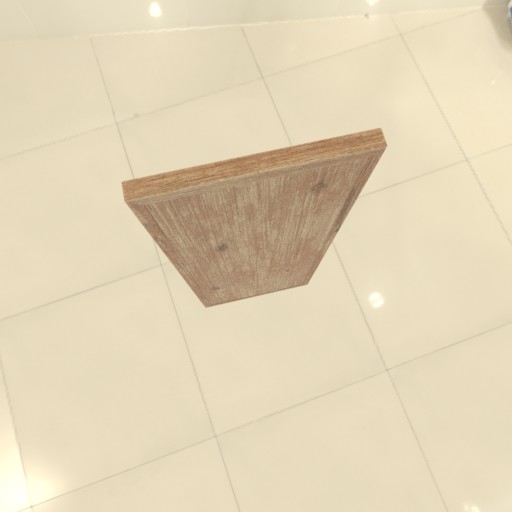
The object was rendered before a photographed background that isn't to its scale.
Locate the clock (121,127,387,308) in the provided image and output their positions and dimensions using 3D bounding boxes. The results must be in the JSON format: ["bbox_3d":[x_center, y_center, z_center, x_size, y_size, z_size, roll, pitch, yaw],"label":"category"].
[{"bbox_3d":[0.000,0.000,1.061,0.361,0.965,0.030,-13,75,-3],"label":"clock"}]
